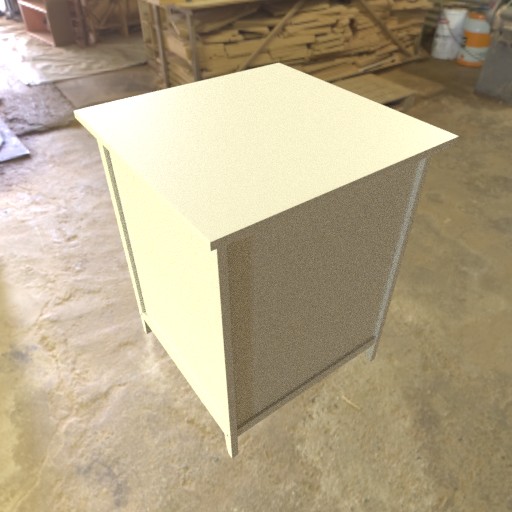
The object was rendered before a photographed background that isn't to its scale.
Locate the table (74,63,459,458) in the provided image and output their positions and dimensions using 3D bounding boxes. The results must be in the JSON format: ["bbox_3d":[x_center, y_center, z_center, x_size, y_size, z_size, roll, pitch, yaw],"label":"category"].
[{"bbox_3d":[0.000,0.000,0.768,0.381,0.483,0.381,-25,46,-27],"label":"table"}]
